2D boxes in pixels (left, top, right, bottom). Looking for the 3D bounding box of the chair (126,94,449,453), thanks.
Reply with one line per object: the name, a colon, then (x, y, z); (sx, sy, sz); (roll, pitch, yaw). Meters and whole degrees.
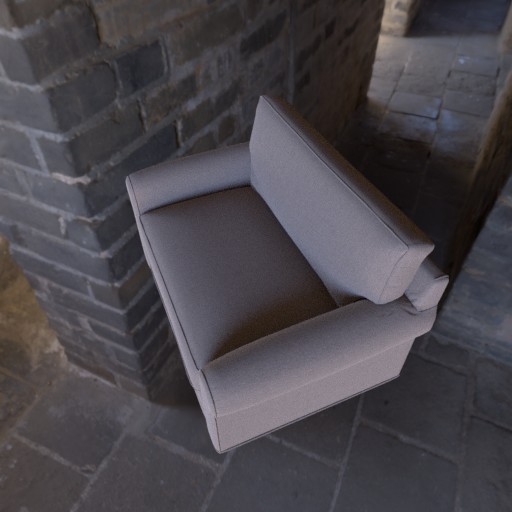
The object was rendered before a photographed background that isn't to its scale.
chair: (0.000, 0.000, 2.043); (0.930, 0.930, 1.390); (-17, 48, -16)
